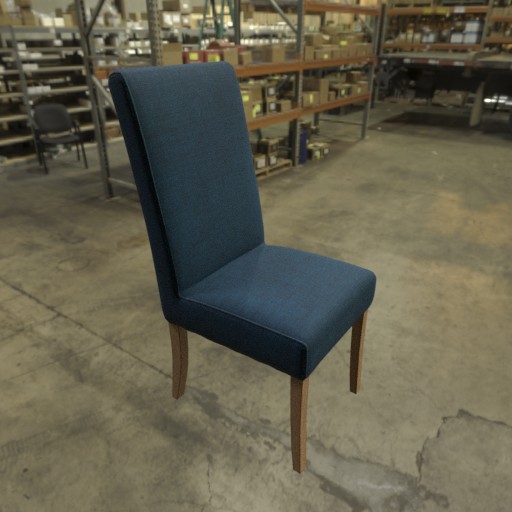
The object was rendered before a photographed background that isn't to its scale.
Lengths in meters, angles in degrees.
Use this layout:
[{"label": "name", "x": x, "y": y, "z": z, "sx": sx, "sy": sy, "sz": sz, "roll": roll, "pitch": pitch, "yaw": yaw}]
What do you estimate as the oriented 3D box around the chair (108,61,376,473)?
[{"label": "chair", "x": 0.000, "y": 0.000, "z": 1.321, "sx": 0.610, "sy": 1.029, "sz": 0.450, "roll": 18, "pitch": 32, "yaw": 31}]
